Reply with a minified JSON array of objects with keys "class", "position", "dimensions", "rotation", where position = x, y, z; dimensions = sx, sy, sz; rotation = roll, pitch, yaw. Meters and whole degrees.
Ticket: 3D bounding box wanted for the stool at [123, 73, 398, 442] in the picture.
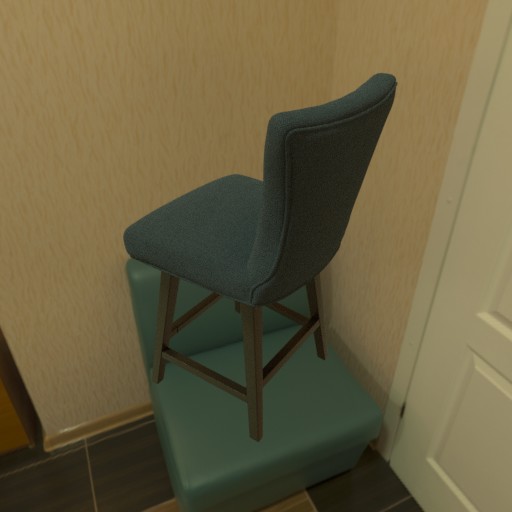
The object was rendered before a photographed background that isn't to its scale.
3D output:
[{"class":"stool","position":[0.000,0.000,1.313],"dimensions":[0.574,1.000,0.514],"rotation":[22,39,30]}]
